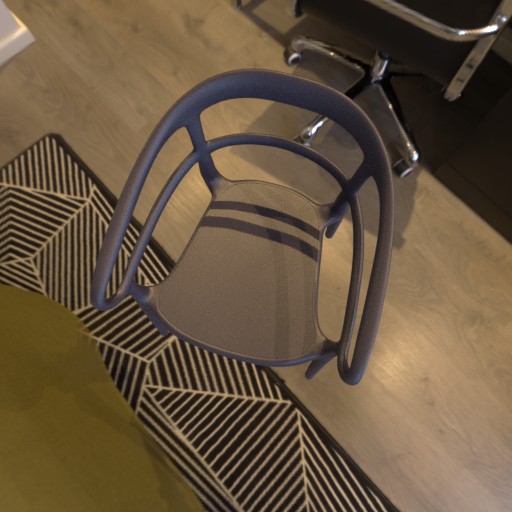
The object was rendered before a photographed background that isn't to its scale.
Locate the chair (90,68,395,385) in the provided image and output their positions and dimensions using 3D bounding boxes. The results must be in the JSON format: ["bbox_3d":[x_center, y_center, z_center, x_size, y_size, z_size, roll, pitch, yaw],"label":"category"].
[{"bbox_3d":[0.000,0.000,1.136,0.559,0.761,0.527,16,76,4],"label":"chair"}]
